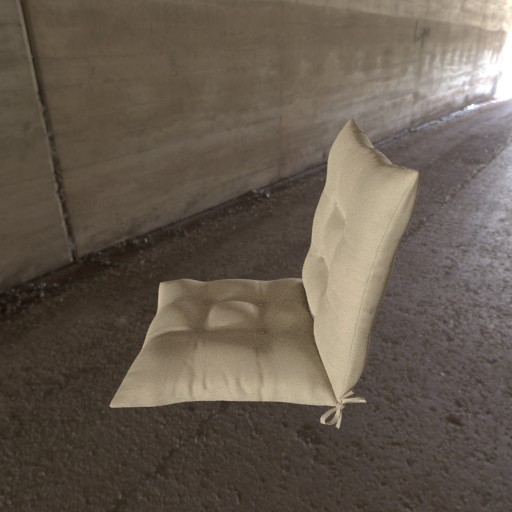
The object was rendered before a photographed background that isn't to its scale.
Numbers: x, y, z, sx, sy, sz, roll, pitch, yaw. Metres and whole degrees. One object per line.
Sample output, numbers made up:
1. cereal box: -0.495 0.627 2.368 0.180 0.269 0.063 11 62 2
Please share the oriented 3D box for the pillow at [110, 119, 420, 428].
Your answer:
1. pillow: 0.000 0.000 1.016 0.585 0.536 0.541 0 26 0
